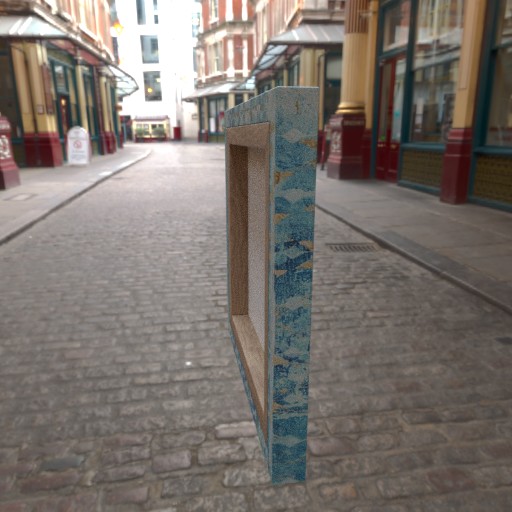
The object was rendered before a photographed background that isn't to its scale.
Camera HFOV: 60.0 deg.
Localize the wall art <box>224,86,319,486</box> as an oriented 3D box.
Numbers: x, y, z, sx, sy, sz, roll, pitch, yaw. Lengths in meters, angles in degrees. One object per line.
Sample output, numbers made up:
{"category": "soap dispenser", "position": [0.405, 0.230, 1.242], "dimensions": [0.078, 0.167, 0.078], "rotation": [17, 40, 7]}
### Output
{"category": "wall art", "position": [0.000, 0.000, 0.620], "dimensions": [0.037, 0.405, 0.405], "rotation": [-3, 15, -10]}
